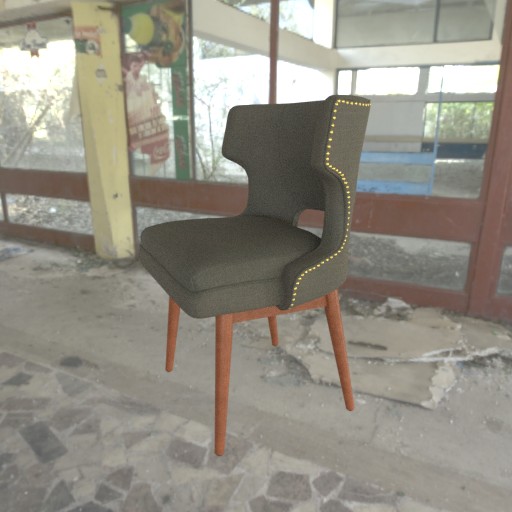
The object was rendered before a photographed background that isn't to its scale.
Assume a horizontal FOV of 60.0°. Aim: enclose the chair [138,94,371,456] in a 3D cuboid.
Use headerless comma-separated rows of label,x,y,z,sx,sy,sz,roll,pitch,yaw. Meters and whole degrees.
chair,0.000,0.000,1.269,0.581,0.863,0.595,-8,18,-26
